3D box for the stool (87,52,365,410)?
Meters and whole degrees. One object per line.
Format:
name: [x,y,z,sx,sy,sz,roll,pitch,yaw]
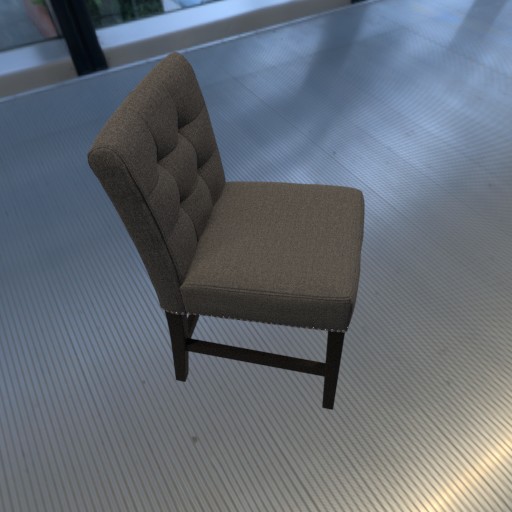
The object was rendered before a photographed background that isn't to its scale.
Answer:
stool: [0.000,0.000,1.200,0.571,0.885,0.427,10,48,9]
